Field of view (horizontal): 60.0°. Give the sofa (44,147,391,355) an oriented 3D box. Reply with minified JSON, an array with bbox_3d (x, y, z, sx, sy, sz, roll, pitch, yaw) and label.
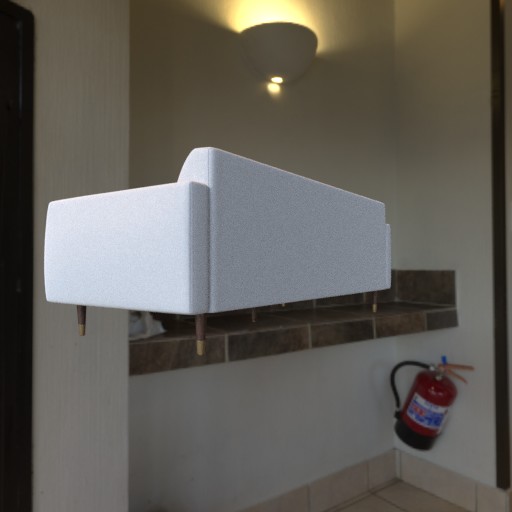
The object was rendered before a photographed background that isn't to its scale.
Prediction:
[{"bbox_3d":[0.000,0.000,2.783,0.990,0.821,2.291,-1,-1,35],"label":"sofa"}]
